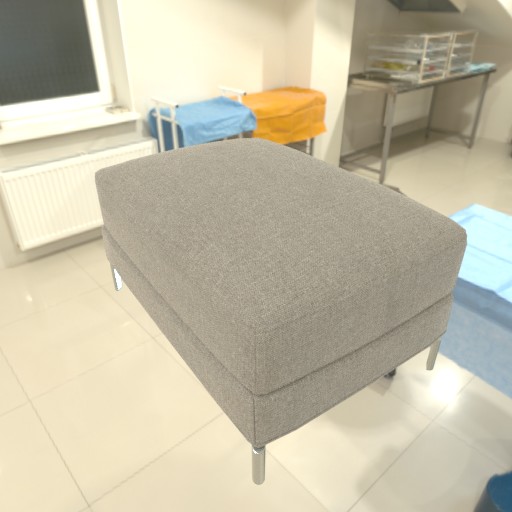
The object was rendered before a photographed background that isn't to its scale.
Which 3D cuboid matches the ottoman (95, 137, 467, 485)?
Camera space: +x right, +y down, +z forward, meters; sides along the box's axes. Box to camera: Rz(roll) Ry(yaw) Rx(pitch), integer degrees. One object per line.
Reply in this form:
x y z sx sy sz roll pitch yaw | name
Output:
0.000 0.000 1.165 0.584 0.457 0.838 -20 37 -29 | ottoman
